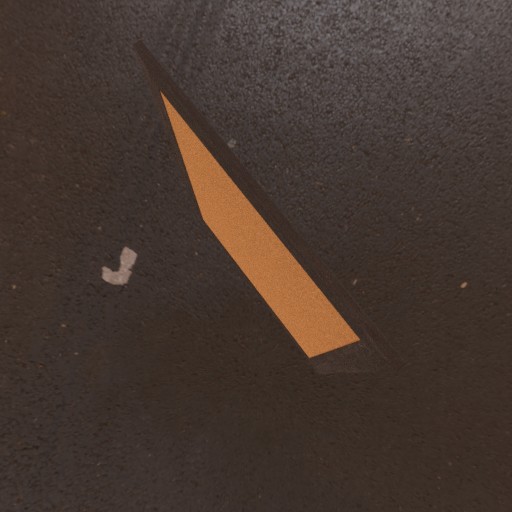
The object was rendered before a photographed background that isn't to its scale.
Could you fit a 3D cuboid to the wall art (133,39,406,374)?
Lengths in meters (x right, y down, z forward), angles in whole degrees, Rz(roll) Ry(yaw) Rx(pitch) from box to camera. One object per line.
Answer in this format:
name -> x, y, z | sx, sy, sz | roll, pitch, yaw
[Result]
wall art -> 0.000, 0.000, 0.759 | 0.013, 0.570, 0.476 | -36, 78, -9
